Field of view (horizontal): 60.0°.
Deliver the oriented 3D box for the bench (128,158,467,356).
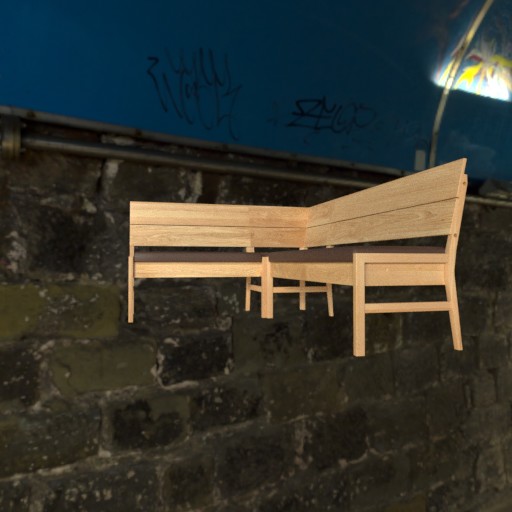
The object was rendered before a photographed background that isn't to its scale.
[{"bbox_3d":[0.000,0.000,2.805,1.549,0.890,1.975,0,-1,-16],"label":"bench"}]
